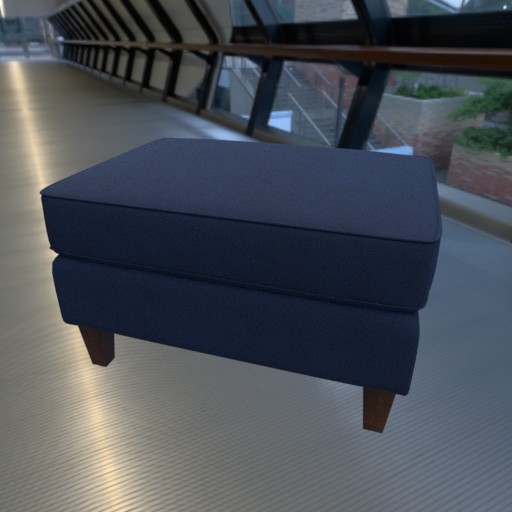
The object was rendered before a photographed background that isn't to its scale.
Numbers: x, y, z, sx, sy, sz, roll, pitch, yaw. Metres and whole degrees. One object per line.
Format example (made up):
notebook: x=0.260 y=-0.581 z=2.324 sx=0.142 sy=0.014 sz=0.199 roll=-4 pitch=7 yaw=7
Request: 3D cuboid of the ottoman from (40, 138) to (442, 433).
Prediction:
ottoman: x=0.000 y=0.000 z=1.355 sx=0.965 sy=0.584 sz=0.686 roll=8 pitch=28 yaw=16
